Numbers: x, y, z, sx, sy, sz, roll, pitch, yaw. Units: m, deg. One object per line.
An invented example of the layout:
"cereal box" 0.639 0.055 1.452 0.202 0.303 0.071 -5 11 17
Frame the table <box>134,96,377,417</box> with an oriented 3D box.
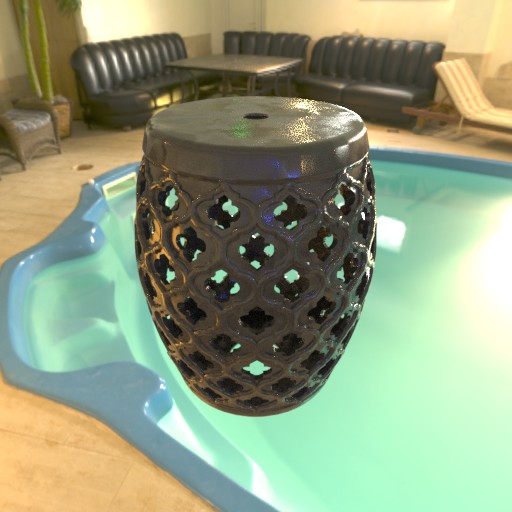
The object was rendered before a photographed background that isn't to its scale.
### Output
"table" 0.000 0.000 0.628 0.325 0.388 0.325 0 31 0
